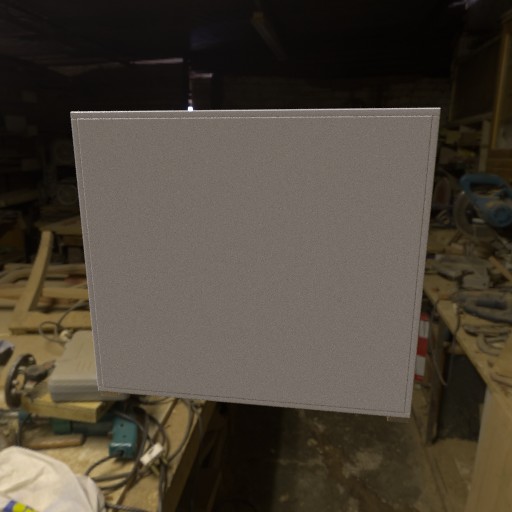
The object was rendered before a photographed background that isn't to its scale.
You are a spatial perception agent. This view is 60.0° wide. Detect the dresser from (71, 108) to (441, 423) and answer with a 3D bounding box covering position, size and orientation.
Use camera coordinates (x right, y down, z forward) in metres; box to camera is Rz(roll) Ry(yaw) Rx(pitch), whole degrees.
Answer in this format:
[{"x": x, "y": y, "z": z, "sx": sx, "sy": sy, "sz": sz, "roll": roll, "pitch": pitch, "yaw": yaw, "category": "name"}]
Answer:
[{"x": 0.000, "y": 0.000, "z": 1.644, "sx": 1.100, "sy": 1.000, "sz": 0.460, "roll": 2, "pitch": 15, "yaw": 8, "category": "dresser"}]
